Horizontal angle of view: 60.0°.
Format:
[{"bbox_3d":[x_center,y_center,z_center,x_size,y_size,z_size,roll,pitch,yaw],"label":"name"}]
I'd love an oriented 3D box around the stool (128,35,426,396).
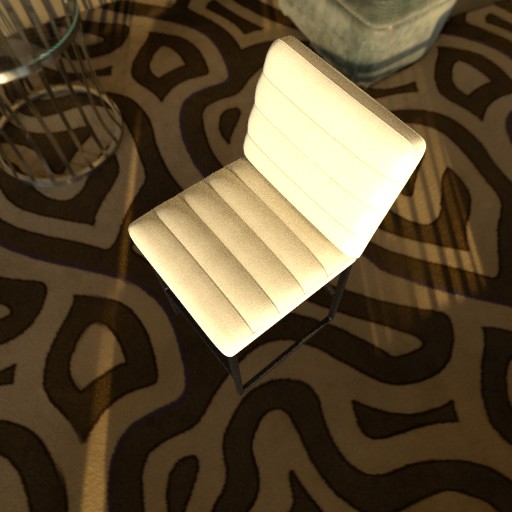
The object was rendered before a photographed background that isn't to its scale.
[{"bbox_3d":[0.000,0.000,1.361,0.560,1.040,0.460,-36,68,-17],"label":"stool"}]
